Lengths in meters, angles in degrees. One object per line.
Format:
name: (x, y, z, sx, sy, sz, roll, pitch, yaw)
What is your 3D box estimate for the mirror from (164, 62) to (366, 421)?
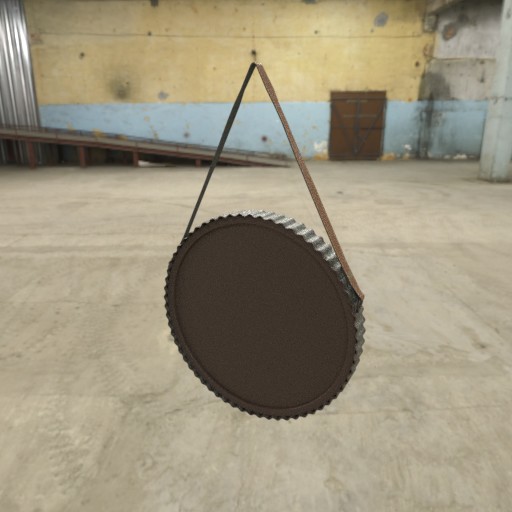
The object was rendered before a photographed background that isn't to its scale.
mirror: (0.000, 0.000, 0.704, 0.355, 0.568, 0.042, 9, 19, 27)
